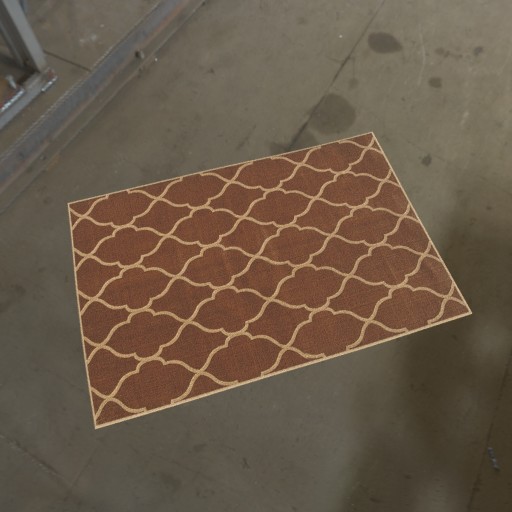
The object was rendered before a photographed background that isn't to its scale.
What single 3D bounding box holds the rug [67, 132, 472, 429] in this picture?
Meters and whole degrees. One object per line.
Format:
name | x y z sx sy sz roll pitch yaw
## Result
rug | 0.000 0.000 2.871 2.290 0.014 1.526 -15 64 -8
